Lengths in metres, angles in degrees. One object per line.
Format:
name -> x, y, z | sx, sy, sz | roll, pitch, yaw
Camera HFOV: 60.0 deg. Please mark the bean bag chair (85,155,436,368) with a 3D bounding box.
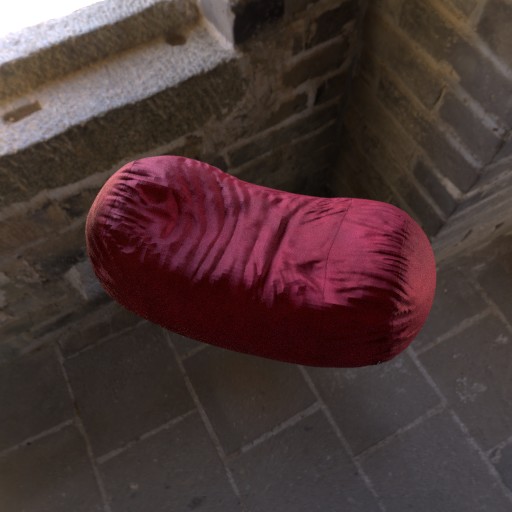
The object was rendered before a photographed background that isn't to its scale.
bean bag chair -> 0.000, 0.000, 2.927 | 2.293, 0.867, 1.216 | 13, 63, 7
